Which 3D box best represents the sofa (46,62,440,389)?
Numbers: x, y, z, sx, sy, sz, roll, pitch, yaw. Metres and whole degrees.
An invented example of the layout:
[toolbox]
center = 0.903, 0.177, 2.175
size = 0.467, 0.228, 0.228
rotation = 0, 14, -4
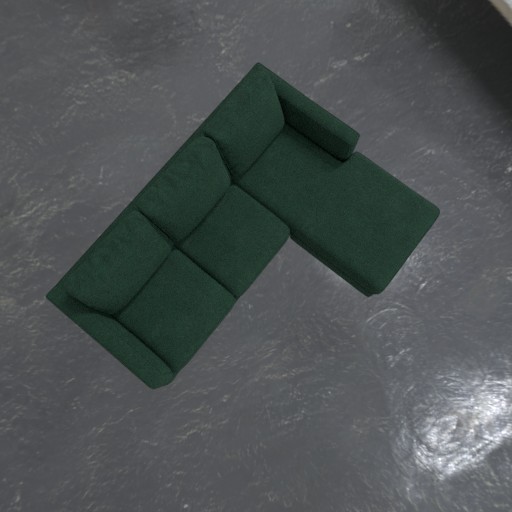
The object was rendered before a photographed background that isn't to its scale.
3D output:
[sofa]
center = 0.000, 0.000, 2.905
size = 1.580, 0.899, 2.030
rotation = 38, 80, 8
